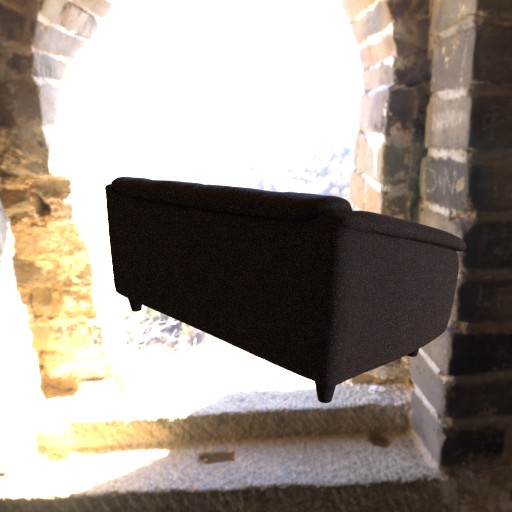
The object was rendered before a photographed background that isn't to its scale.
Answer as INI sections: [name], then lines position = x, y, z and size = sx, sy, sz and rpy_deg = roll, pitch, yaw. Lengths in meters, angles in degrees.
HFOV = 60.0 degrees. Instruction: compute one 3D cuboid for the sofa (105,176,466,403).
[sofa]
position = 0.000, 0.000, 2.305
size = 1.849, 0.790, 0.887
rpy_deg = 13, 19, 43
